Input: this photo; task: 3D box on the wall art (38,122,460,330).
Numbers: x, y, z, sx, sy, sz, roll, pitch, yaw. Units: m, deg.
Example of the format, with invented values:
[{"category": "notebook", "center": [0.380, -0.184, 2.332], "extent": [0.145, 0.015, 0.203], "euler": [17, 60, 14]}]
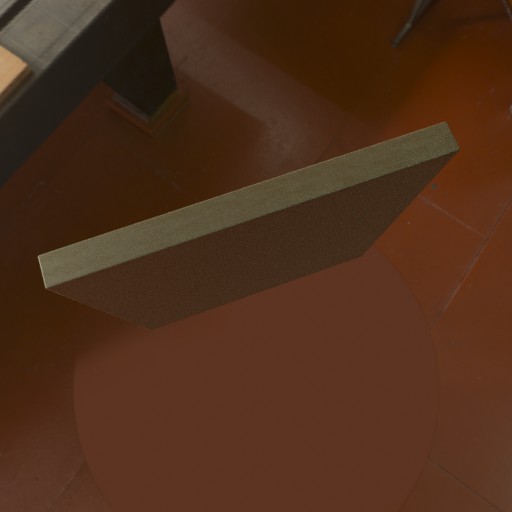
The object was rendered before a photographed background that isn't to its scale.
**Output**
[{"category": "wall art", "center": [0.000, 0.000, 0.755], "extent": [0.503, 0.506, 0.040], "euler": [-19, 76, -5]}]
